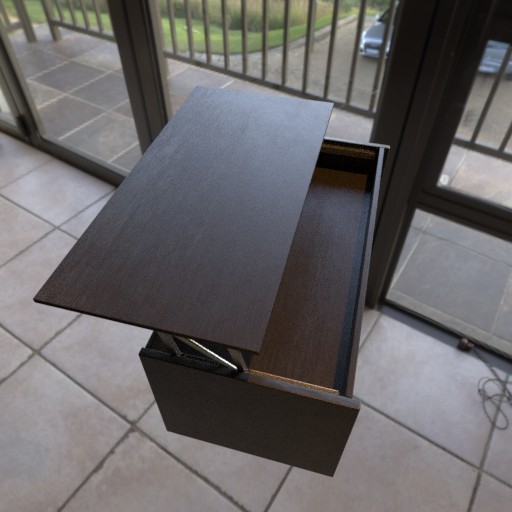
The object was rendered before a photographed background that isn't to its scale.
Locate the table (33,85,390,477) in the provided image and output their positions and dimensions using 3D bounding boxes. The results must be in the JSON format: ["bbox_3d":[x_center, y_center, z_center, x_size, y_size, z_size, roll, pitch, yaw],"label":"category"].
[{"bbox_3d":[0.000,0.000,1.412,0.712,0.570,1.000,11,48,10],"label":"table"}]
